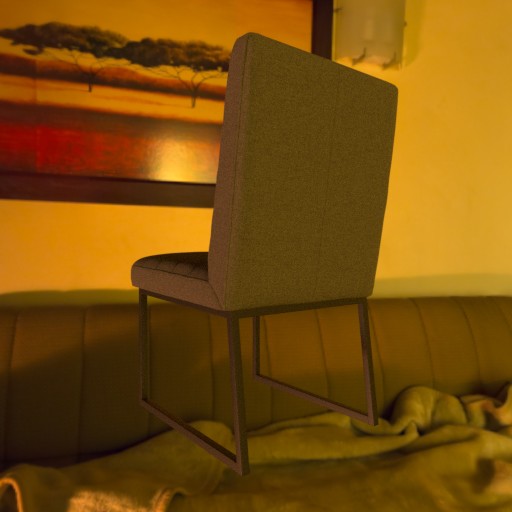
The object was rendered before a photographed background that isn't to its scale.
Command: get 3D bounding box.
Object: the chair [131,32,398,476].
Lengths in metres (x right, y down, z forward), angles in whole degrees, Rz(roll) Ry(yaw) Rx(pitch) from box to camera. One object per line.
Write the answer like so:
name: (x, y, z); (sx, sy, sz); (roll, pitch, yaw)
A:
chair: (0.000, 0.000, 1.280); (0.520, 0.930, 0.634); (-1, 1, -37)
